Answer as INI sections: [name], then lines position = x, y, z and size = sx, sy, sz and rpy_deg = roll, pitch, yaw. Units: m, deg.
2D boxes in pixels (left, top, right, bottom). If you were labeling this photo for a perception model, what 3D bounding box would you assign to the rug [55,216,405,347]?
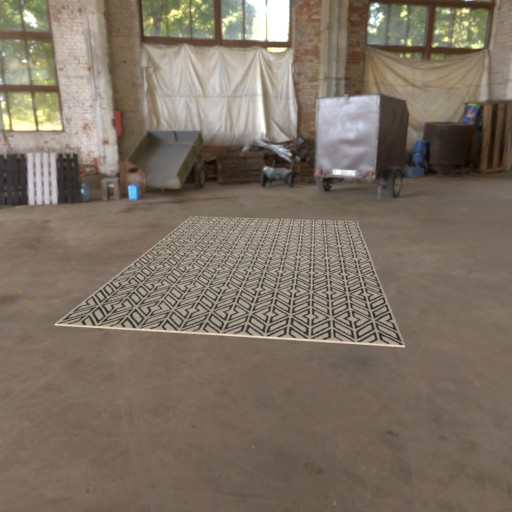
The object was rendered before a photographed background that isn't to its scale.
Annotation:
[rug]
position = 0.000, 0.000, 2.380
size = 1.220, 0.007, 1.828
rpy_deg = 2, 18, 7
